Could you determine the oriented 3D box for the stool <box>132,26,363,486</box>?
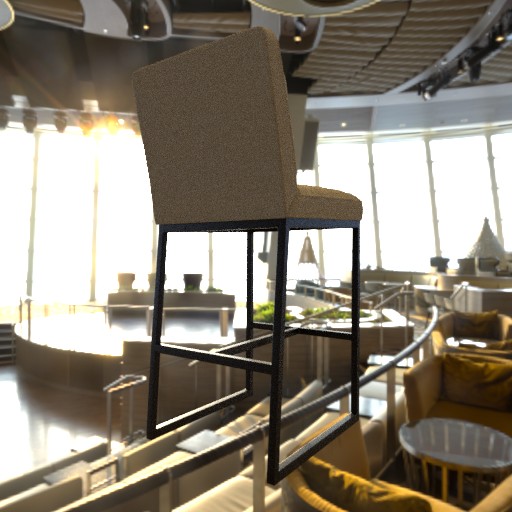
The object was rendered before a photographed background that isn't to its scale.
[{"bbox_3d":[0.000,0.000,1.318,0.460,1.040,0.560,0,1,36],"label":"stool"}]
